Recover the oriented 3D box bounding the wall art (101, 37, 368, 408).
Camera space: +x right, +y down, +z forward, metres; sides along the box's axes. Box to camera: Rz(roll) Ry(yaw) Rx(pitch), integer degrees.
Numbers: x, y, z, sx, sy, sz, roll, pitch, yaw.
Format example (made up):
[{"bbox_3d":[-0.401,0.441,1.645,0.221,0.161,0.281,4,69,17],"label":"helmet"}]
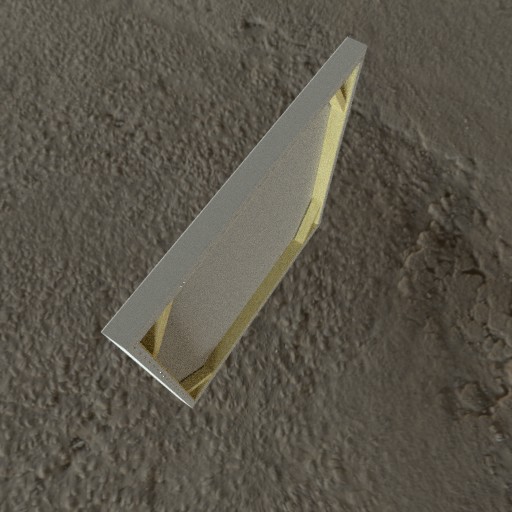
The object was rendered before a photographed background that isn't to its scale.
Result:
[{"bbox_3d":[0.000,0.000,0.908,0.038,0.610,0.610,31,69,14],"label":"wall art"}]
